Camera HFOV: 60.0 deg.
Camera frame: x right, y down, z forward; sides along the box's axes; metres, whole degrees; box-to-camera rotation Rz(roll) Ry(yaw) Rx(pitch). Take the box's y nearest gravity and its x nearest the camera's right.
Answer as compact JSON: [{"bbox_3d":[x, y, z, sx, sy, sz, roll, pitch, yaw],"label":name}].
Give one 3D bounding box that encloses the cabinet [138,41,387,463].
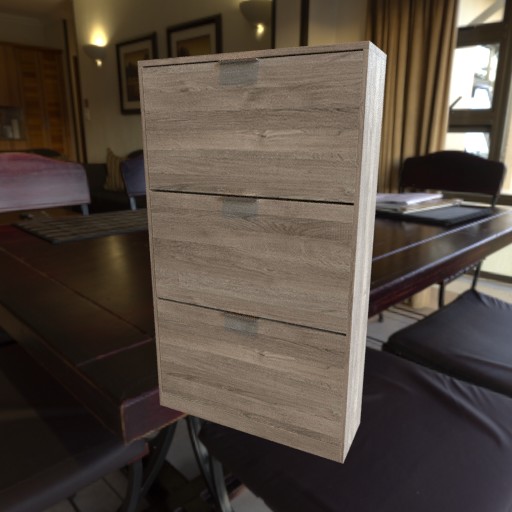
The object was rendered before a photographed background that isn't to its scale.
[{"bbox_3d":[0.000,0.000,1.550,0.750,1.280,0.250,7,17,25],"label":"cabinet"}]
